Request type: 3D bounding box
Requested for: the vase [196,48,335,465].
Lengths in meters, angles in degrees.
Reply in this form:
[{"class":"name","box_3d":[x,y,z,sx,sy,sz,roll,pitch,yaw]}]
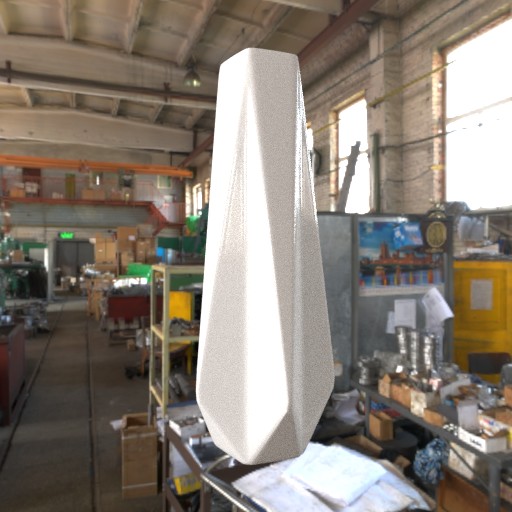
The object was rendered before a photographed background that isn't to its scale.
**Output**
[{"class":"vase","box_3d":[0.000,0.000,0.387,0.116,0.329,0.122,0,1,35]}]
